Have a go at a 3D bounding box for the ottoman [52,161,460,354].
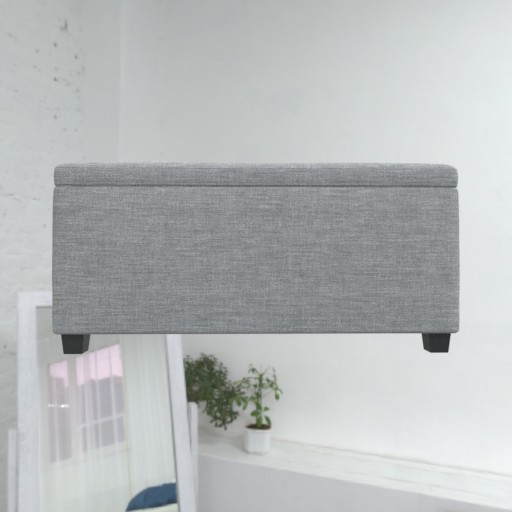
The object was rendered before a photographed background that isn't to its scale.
[{"bbox_3d":[0.000,0.000,1.150,0.902,0.432,0.419,0,-1,-1],"label":"ottoman"}]
